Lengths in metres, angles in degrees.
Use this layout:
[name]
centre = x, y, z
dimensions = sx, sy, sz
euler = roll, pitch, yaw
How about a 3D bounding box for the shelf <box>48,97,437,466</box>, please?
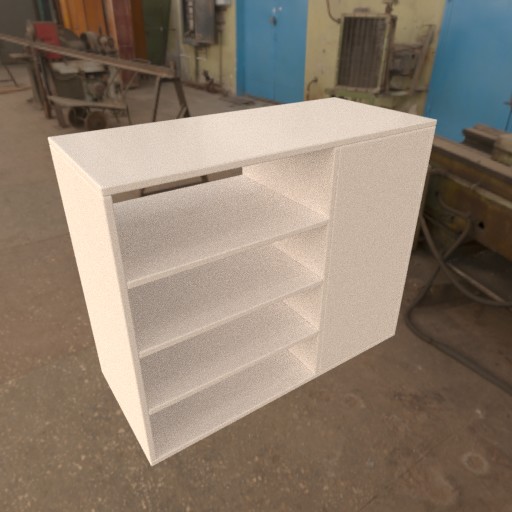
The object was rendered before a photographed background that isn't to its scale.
[shelf]
centre = 0.000, 0.000, 1.280
dimensions = 0.895, 0.732, 0.396
euler = -19, 35, -29
